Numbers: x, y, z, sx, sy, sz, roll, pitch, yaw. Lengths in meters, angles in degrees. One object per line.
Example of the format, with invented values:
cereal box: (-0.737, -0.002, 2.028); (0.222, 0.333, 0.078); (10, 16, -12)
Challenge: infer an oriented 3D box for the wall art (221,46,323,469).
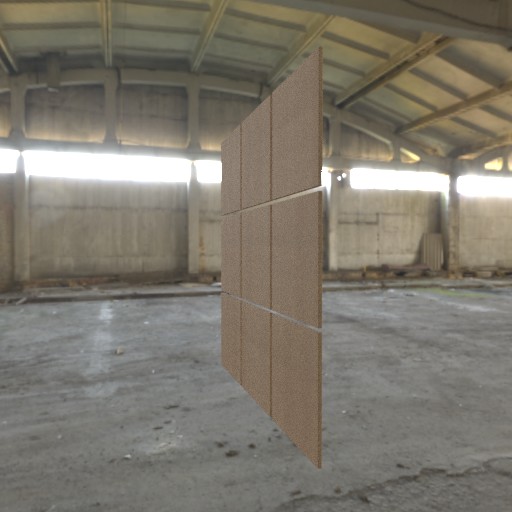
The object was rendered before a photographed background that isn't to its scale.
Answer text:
wall art: (0.000, 0.000, 1.858); (0.013, 1.218, 1.219); (0, 1, -18)
